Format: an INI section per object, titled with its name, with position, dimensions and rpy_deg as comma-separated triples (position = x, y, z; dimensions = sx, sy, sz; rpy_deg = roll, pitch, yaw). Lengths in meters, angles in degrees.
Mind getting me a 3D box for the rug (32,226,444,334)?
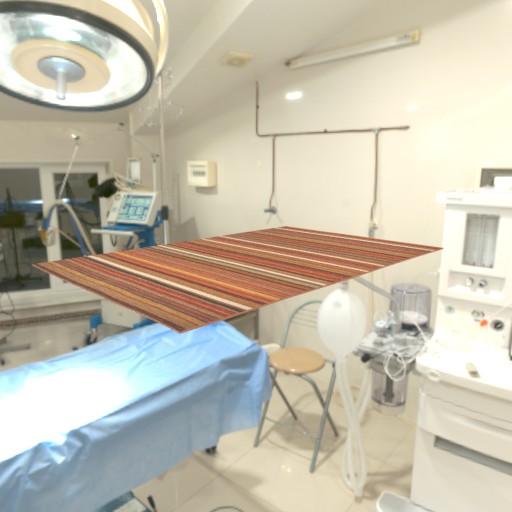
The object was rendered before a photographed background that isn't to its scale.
[rug]
position = 0.000, 0.000, 2.334
dimensions = 1.828, 0.007, 1.217
rpy_deg = -12, 17, -43
